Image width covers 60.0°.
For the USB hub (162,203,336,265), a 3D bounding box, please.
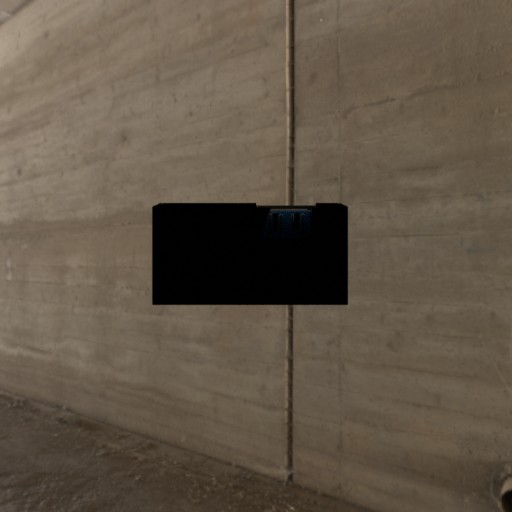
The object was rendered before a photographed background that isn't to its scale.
[{"bbox_3d":[0.000,0.000,0.160,0.044,0.023,0.145,0,0,1],"label":"USB hub"}]
